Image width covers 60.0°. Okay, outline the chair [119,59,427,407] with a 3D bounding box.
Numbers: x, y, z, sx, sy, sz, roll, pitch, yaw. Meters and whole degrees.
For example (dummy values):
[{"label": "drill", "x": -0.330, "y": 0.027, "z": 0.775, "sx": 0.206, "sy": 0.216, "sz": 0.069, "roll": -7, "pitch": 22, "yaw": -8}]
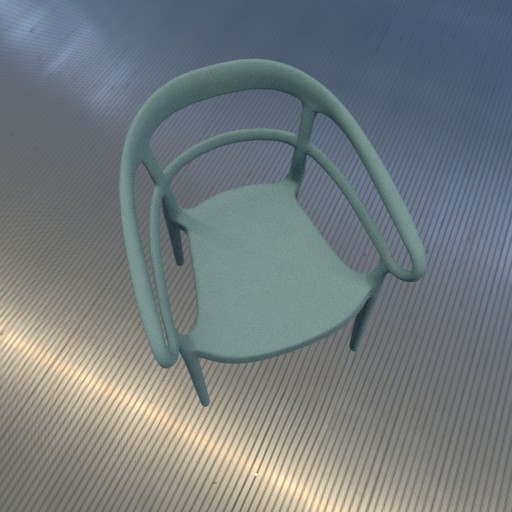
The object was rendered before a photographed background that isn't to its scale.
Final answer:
[{"label": "chair", "x": 0.000, "y": 0.000, "z": 1.135, "sx": 0.559, "sy": 0.761, "sz": 0.527, "roll": -18, "pitch": 65, "yaw": -9}]
